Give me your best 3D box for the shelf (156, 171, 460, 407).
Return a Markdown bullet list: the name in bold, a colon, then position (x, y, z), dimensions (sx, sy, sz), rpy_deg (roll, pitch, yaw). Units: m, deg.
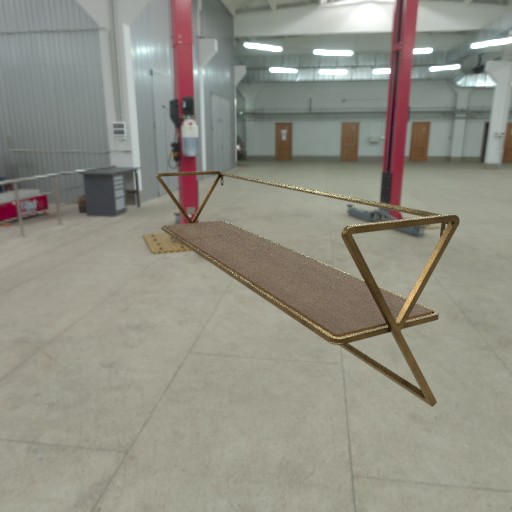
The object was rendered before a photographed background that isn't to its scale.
- **shelf**: position (0.000, 0.000, 0.737), dimensions (0.150, 0.229, 0.645), rpy_deg (-8, 17, -26)
